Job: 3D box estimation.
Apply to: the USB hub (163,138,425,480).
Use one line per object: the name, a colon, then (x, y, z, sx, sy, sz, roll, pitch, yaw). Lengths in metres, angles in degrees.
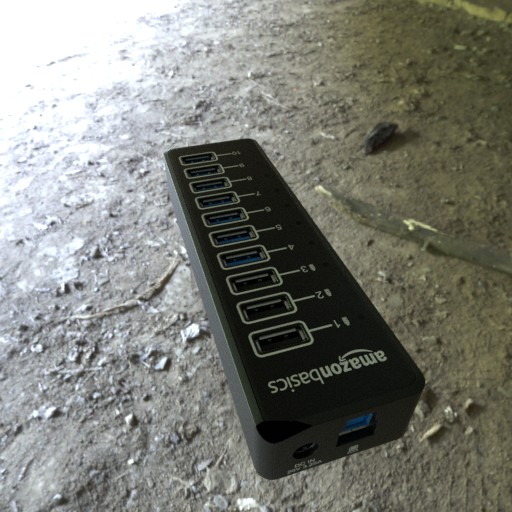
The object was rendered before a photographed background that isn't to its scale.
USB hub: (0.000, 0.000, 0.162, 0.044, 0.023, 0.145, -12, 42, -13)
